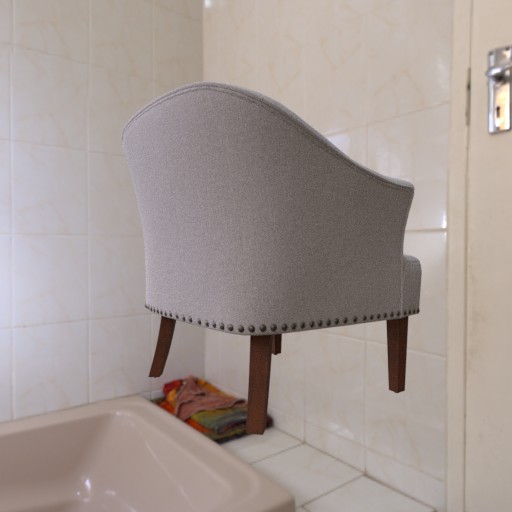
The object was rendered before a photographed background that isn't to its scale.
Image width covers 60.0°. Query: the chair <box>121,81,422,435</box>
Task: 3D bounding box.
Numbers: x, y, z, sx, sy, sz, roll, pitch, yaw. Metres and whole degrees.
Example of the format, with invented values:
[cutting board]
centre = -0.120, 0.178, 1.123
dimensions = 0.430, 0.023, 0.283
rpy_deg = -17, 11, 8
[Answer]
[chair]
centre = 0.000, 0.000, 1.377
dimensions = 0.704, 0.815, 0.798
rpy_deg = -1, 1, -36
